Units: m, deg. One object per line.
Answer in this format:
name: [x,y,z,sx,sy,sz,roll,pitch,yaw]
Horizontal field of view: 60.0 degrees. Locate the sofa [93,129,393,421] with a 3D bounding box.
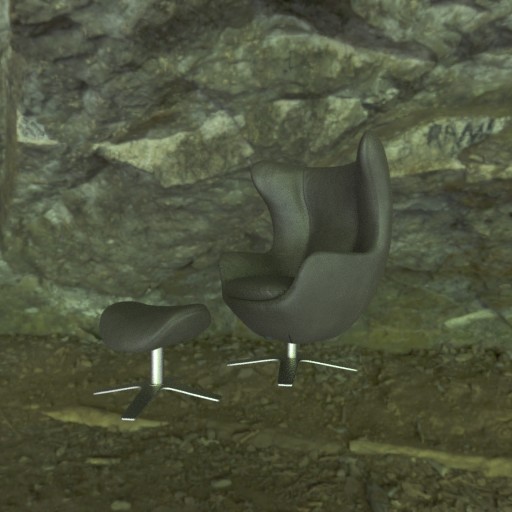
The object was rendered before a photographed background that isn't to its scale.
sofa: [0.000,0.000,2.121,1.444,1.135,0.894,0,0,-36]
